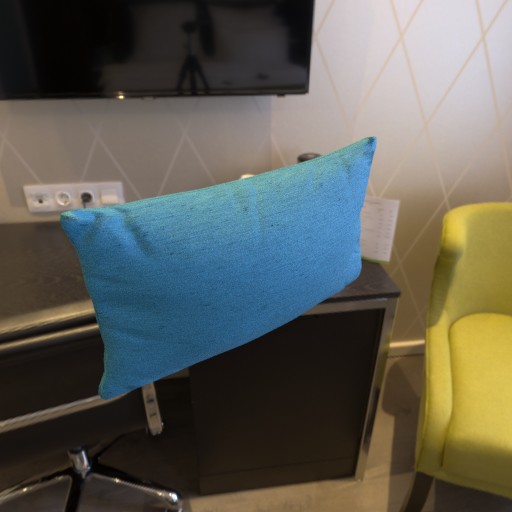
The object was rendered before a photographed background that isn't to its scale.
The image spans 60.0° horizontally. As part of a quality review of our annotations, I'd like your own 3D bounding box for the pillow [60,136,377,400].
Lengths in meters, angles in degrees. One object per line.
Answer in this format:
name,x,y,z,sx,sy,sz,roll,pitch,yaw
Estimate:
pillow,0.000,0.000,0.811,0.633,0.338,0.210,-21,36,-32
